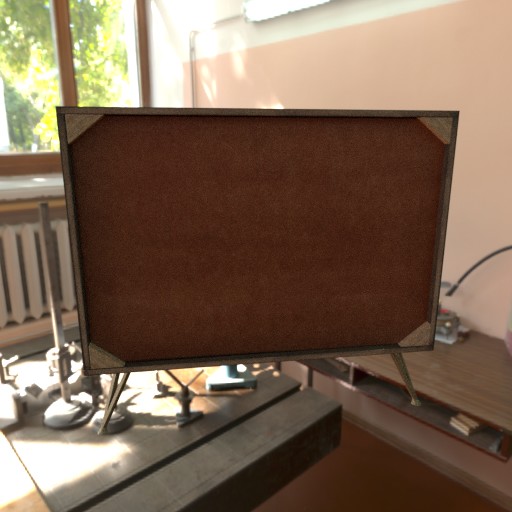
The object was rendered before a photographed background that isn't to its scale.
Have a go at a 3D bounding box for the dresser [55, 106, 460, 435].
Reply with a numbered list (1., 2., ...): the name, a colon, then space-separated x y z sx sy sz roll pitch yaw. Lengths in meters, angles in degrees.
1. dresser: 0.000 0.000 1.316 0.923 0.801 0.453 -2 15 -8
